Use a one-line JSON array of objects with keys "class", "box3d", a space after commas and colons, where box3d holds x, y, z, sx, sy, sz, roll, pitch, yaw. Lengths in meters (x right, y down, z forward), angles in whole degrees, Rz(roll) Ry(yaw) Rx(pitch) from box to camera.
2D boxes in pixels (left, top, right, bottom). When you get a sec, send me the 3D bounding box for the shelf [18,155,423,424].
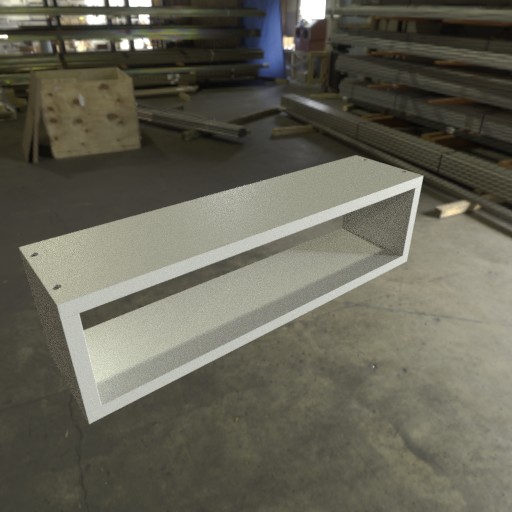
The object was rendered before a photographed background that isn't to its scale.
[{"class": "shelf", "box3d": [0.000, 0.000, 0.688, 0.610, 0.170, 0.150, -21, 36, -32]}]
